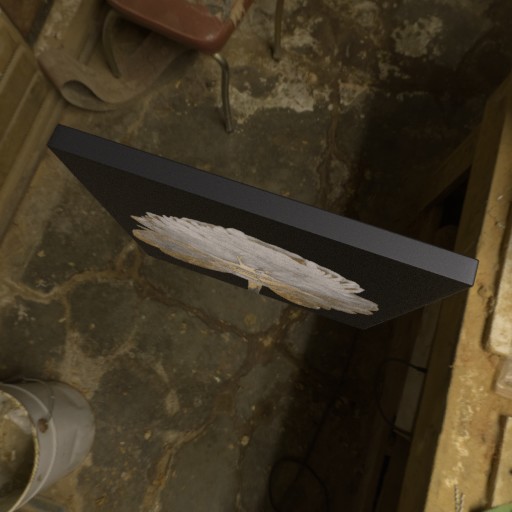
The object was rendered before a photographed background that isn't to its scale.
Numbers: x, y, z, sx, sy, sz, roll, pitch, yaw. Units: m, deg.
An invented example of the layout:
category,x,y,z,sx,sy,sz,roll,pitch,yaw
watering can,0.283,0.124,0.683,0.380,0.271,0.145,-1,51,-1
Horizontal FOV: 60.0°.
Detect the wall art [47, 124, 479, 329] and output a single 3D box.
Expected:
category,x,y,z,sx,sy,sz,roll,pitch,yaw
wall art,0.000,0.000,0.894,0.610,0.611,0.043,19,76,5
